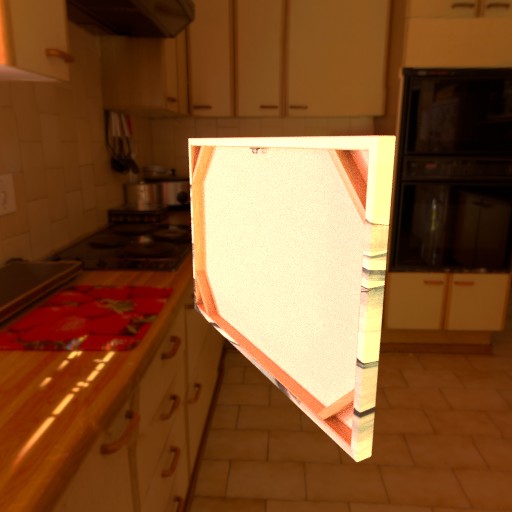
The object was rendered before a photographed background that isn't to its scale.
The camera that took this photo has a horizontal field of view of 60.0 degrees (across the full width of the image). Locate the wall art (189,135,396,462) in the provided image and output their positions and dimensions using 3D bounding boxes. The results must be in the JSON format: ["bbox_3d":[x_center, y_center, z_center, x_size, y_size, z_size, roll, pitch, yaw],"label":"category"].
[{"bbox_3d":[0.000,0.000,1.179,0.039,0.609,0.914,-7,16,-26],"label":"wall art"}]
